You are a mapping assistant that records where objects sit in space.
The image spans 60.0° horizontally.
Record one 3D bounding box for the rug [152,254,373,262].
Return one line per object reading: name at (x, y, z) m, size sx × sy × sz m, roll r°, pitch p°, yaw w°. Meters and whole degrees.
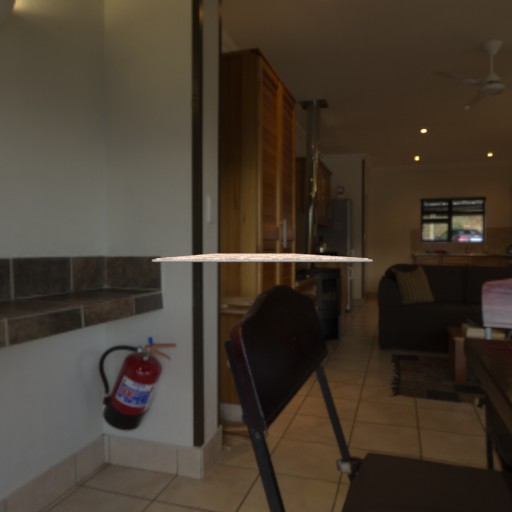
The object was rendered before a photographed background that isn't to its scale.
rug at (0.000, 0.000, 2.419) m, size 0.662 × 0.011 × 2.196 m, roll 0°, pitch 1°, yaw -1°
